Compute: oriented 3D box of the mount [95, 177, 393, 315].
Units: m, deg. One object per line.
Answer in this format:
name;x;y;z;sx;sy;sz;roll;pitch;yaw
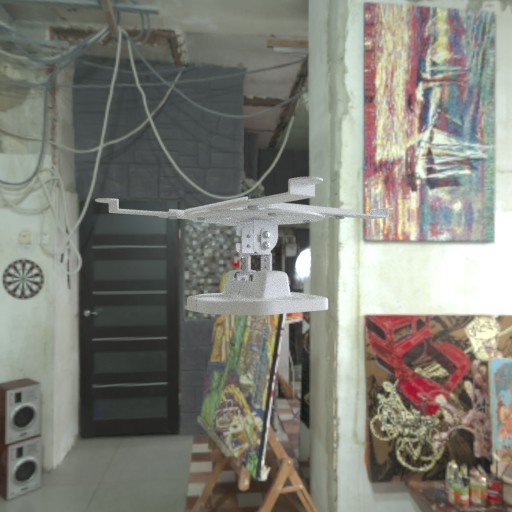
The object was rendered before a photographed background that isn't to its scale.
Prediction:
mount;0.000;0.000;0.611;0.394;0.141;0.394;0;-1;-35
